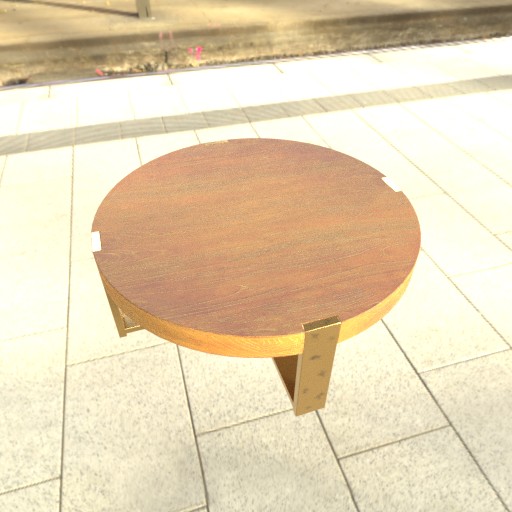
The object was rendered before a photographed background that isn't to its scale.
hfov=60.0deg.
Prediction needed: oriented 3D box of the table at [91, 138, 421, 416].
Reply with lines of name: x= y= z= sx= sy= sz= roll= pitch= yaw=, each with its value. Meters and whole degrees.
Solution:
table: x=0.000 y=0.000 z=1.676 sx=1.100 sy=0.420 sz=1.100 roll=0 pitch=41 yaw=0
